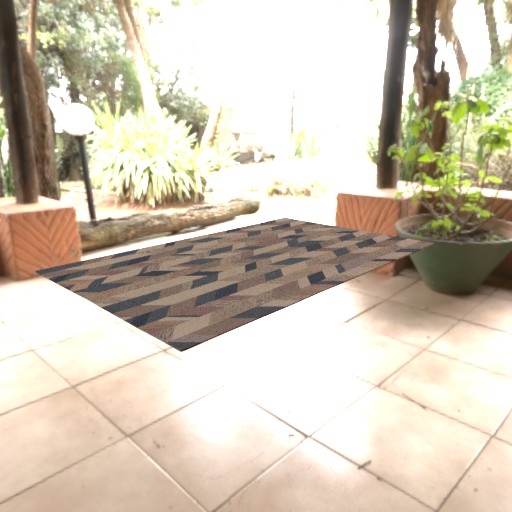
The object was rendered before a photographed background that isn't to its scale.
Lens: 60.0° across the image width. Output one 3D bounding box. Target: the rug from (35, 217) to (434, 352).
[{"bbox_3d":[0.000,0.000,3.102,1.513,0.008,2.423,15,22,42],"label":"rug"}]
